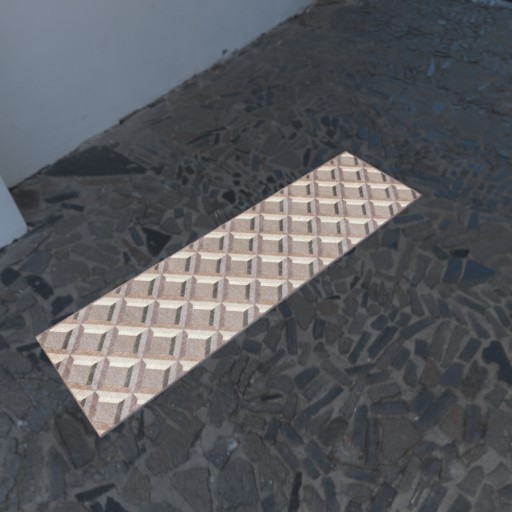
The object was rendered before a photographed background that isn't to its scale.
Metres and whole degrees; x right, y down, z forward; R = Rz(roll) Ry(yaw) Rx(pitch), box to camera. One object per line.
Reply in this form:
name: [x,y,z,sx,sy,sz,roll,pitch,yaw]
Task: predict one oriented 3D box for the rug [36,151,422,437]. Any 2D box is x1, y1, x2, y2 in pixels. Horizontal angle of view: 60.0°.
rug: [0.000,0.000,2.649,2.437,0.013,0.685,-34,56,-26]
